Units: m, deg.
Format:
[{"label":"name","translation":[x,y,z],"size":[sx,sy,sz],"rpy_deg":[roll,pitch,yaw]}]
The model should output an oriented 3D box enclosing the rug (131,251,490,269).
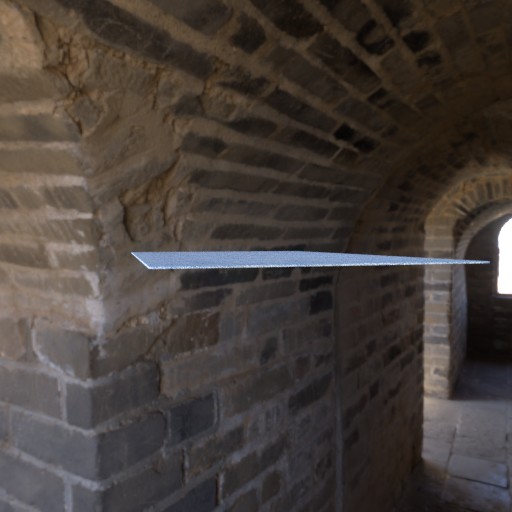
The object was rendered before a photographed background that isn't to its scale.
[{"label":"rug","translation":[0.000,0.000,2.193],"size":[1.142,0.006,1.752],"rpy_deg":[-1,2,-17]}]
